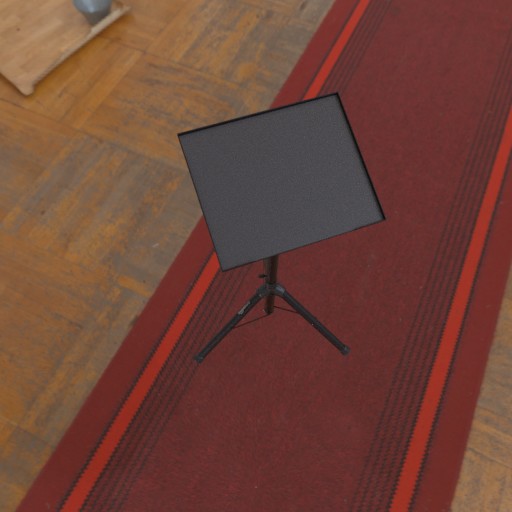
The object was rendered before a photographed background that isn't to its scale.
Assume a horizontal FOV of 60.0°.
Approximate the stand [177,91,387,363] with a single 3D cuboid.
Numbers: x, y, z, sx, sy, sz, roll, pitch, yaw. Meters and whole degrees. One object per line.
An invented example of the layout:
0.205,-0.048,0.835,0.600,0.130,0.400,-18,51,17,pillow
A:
0.000,0.000,1.659,0.702,1.198,0.702,-18,64,-9,stand
